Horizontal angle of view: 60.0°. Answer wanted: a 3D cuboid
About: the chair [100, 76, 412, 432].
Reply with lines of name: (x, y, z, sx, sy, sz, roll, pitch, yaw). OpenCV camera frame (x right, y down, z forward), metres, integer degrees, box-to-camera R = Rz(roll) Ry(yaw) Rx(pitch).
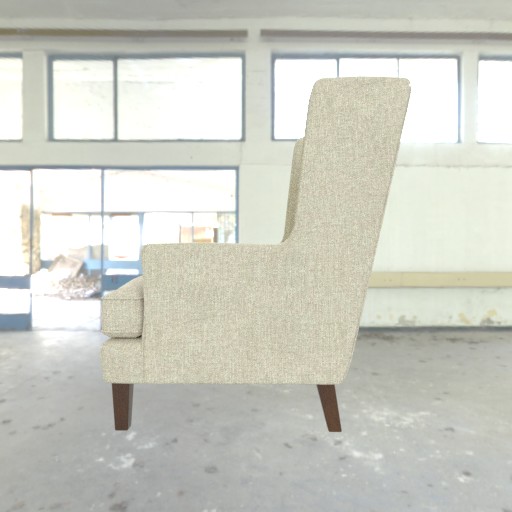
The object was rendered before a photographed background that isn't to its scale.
chair: (0.000, 0.000, 1.704, 0.948, 1.082, 0.764, 0, 0, 1)
